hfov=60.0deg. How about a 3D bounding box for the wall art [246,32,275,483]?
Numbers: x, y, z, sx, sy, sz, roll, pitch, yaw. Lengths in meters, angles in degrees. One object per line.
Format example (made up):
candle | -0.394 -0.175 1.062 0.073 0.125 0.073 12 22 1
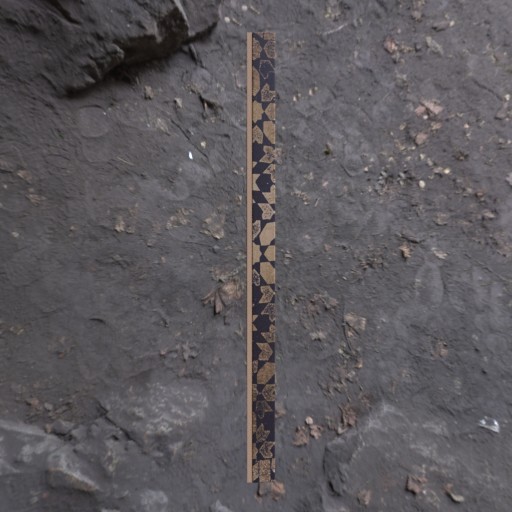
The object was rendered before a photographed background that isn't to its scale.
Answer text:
wall art | 0.000 0.000 0.906 0.038 0.612 0.612 0 91 -1
